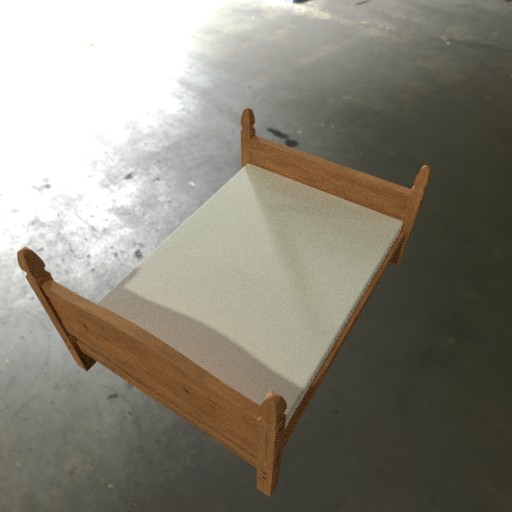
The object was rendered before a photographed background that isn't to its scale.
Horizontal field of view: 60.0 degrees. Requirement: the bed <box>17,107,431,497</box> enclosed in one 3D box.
[{"bbox_3d":[0.000,0.000,2.852,1.490,1.100,2.069,25,52,21],"label":"bed"}]
